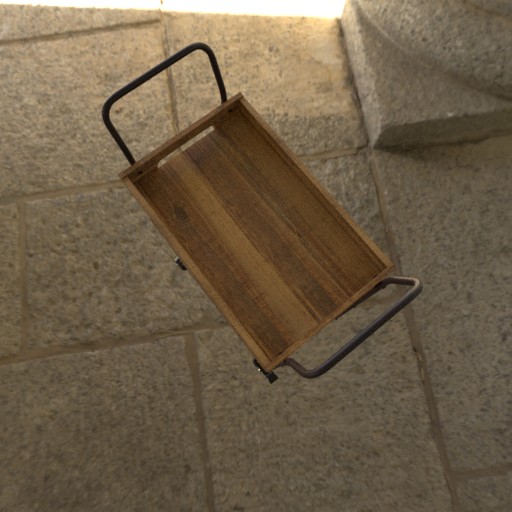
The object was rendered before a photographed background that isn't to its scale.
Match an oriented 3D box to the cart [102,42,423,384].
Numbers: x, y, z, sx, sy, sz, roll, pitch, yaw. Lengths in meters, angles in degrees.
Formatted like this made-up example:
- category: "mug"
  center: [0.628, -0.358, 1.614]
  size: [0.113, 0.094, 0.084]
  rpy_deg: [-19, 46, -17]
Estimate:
- category: "cart"
  center: [0.000, 0.000, 1.129]
  size: [0.339, 0.857, 0.583]
  rpy_deg: [-37, 78, -9]
